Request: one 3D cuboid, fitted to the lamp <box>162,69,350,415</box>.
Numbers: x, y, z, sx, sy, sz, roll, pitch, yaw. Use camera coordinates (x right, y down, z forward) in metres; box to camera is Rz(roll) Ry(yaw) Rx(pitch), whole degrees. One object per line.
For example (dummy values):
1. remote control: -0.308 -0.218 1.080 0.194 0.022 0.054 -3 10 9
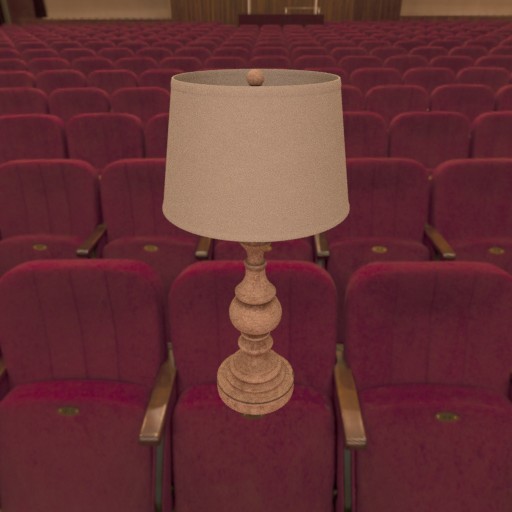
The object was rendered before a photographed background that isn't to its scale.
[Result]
1. lamp: 0.000 0.000 0.871 0.340 0.678 0.340 0 28 0
